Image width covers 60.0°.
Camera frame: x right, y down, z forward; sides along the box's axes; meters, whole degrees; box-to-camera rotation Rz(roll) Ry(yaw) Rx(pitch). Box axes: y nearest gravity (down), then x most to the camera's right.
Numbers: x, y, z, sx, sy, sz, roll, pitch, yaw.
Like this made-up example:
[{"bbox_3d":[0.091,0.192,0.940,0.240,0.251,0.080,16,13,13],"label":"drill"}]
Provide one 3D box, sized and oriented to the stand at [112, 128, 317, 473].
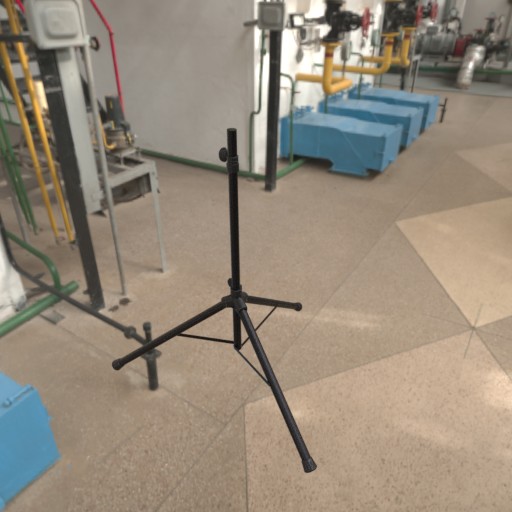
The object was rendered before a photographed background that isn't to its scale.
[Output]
[{"bbox_3d":[0.000,0.000,1.877,1.045,1.136,0.907,18,35,28],"label":"stand"}]
